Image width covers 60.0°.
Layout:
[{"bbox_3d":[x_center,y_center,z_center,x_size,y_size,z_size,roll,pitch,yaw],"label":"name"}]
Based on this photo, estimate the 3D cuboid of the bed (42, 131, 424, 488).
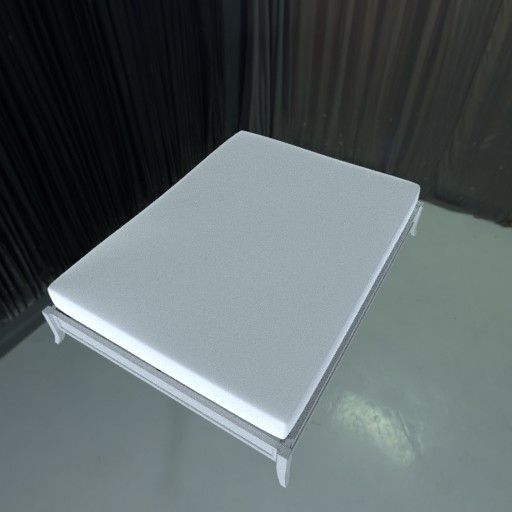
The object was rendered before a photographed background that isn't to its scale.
[{"bbox_3d":[0.000,0.000,2.874,1.604,0.510,2.108,23,50,21],"label":"bed"}]
